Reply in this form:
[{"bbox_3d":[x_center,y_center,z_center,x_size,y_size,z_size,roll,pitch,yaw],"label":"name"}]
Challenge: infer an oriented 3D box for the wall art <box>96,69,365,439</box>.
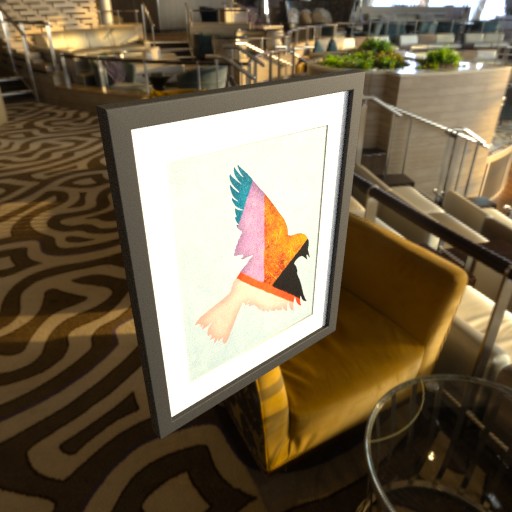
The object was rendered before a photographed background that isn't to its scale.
[{"bbox_3d":[0.000,0.000,0.765,0.457,0.558,0.028,-23,37,-34],"label":"wall art"}]
